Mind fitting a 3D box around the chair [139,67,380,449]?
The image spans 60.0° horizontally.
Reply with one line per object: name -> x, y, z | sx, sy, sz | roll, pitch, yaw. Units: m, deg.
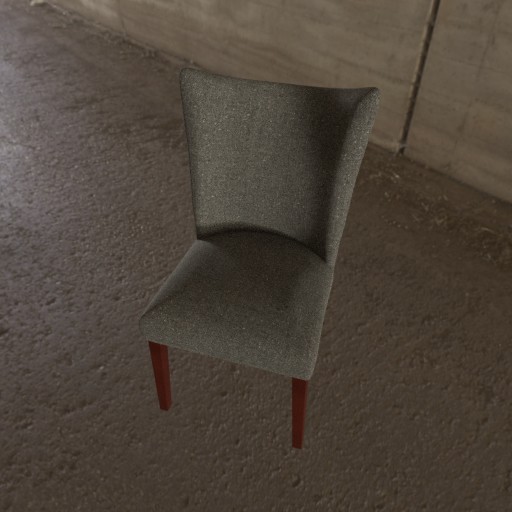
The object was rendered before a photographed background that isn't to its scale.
chair -> 0.000, 0.000, 1.312 | 0.535, 0.924, 0.623 | 11, 42, 13
